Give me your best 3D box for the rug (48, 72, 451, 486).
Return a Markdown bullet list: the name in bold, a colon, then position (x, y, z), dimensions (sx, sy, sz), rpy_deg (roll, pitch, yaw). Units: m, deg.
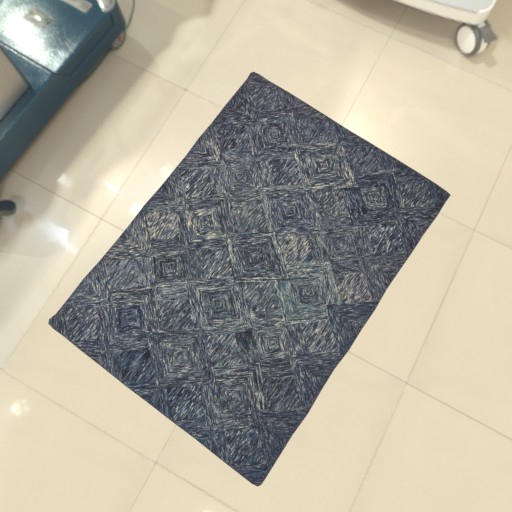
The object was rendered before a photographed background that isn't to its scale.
- **rug**: position (0.000, 0.000, 4.176), dimensions (2.385, 0.024, 3.245), rpy_deg (35, 79, 8)
